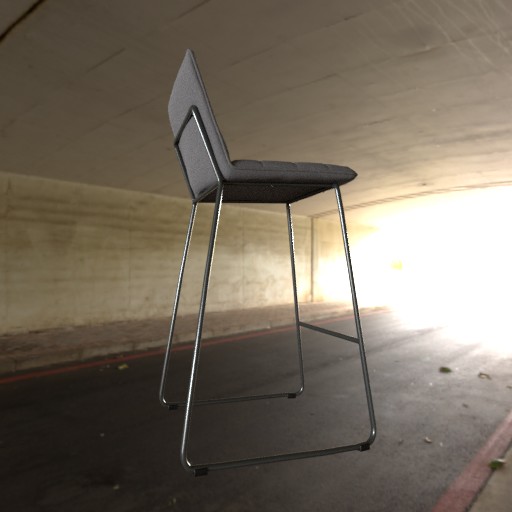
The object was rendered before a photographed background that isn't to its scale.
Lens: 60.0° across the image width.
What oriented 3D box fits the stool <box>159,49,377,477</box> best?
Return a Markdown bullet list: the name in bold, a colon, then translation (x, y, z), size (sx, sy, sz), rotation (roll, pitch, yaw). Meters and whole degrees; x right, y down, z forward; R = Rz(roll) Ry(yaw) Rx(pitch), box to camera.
- **stool**: translation (0.000, 0.000, 1.257), size (0.490, 0.960, 0.490), rotation (0, -2, -18)
